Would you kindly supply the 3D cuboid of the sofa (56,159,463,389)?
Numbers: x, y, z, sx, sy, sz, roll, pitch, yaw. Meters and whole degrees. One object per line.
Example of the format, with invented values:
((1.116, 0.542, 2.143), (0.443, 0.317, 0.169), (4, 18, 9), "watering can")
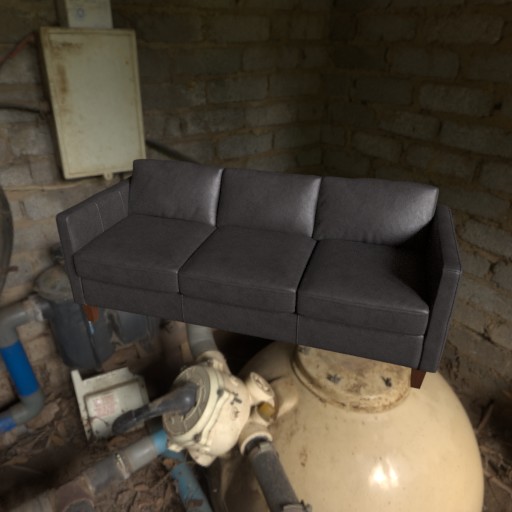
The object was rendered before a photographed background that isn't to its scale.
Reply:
((0.000, 0.000, 3.040), (2.464, 1.006, 1.045), (8, 28, 15), "sofa")
